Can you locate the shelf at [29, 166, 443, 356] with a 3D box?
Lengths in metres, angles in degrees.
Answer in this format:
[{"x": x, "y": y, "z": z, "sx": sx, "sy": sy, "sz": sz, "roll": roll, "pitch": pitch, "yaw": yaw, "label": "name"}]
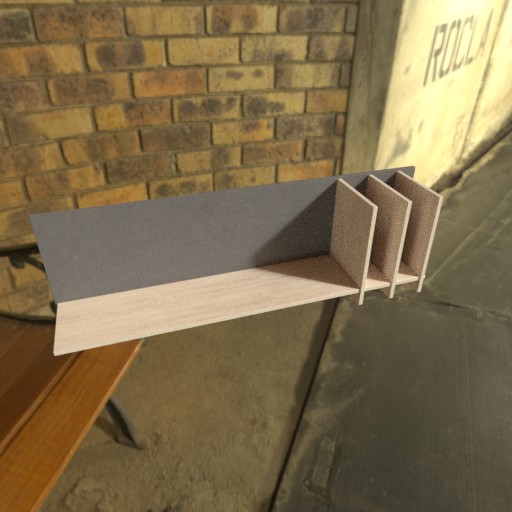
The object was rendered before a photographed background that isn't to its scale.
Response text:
[{"x": 0.000, "y": 0.000, "z": 1.143, "sx": 1.020, "sy": 0.300, "sz": 0.200, "roll": -10, "pitch": 33, "yaw": -15, "label": "shelf"}]
